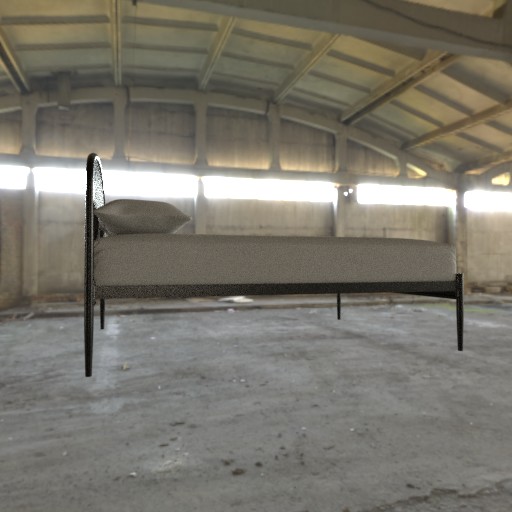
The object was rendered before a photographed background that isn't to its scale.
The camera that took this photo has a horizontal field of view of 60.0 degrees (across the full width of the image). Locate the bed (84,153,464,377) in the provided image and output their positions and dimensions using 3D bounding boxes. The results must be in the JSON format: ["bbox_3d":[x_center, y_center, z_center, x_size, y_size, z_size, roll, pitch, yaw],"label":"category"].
[{"bbox_3d":[0.000,0.000,3.146,2.159,1.166,1.618,0,-1,-17],"label":"bed"}]
